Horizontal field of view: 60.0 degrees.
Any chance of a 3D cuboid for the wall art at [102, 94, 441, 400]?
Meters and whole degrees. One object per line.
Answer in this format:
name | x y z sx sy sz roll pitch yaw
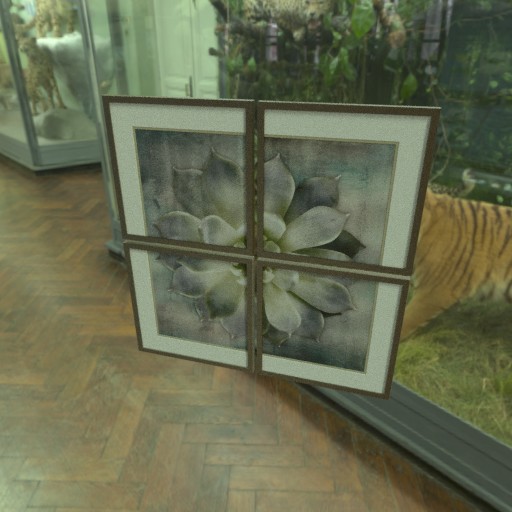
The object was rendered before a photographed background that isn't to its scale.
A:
wall art | 0.000 0.000 1.546 1.032 1.032 0.030 7 27 14
